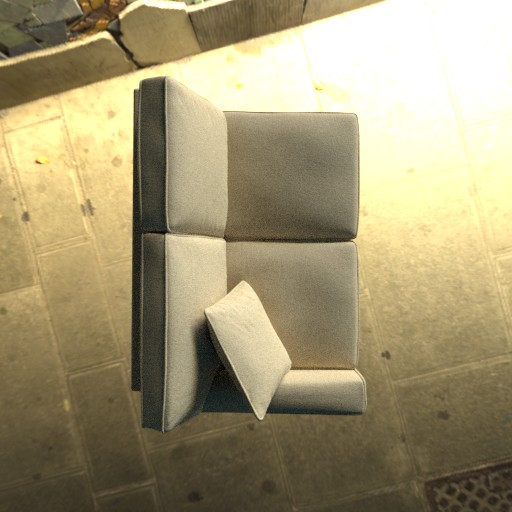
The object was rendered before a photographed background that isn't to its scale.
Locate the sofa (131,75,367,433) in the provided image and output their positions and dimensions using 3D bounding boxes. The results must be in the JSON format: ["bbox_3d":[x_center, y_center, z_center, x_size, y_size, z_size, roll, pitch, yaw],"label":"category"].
[{"bbox_3d":[0.000,0.000,2.091,0.991,0.989,1.388,0,88,2],"label":"sofa"}]
